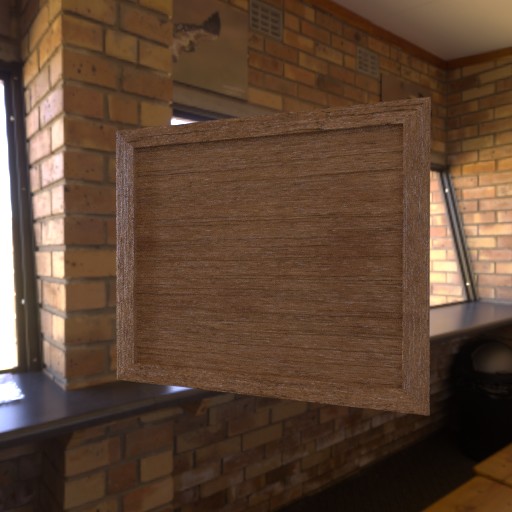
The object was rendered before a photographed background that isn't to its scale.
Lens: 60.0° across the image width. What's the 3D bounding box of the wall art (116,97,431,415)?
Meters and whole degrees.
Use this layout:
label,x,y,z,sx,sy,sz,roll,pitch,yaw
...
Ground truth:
label,x,y,z,sx,sy,sz,roll,pitch,yaw
wall art,0.000,0.000,0.945,0.690,0.588,0.026,0,1,19
